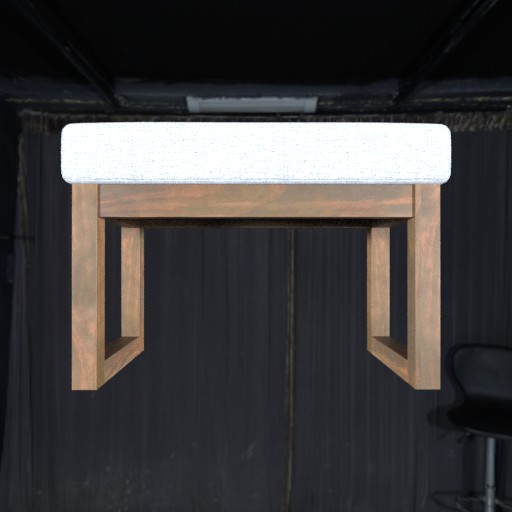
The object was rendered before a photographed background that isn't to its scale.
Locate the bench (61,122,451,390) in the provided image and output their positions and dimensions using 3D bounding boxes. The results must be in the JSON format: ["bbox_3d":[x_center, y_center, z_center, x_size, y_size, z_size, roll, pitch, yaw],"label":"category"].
[{"bbox_3d":[0.000,0.000,0.939,0.681,0.467,0.366,0,0,0],"label":"bench"}]
